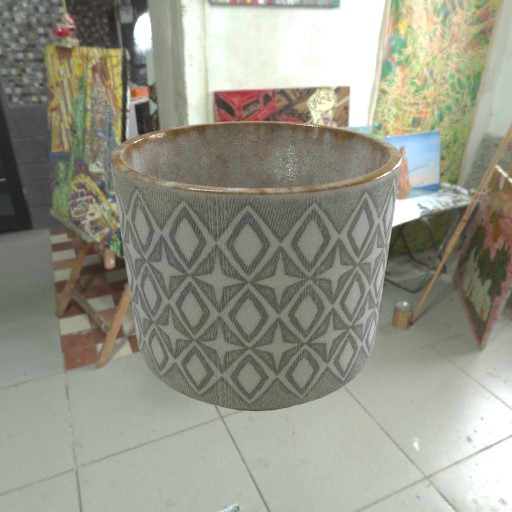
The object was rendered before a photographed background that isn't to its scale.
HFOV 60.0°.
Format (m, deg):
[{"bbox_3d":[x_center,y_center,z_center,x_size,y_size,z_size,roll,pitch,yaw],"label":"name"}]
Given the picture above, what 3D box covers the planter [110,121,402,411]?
[{"bbox_3d":[0.000,0.000,0.452,0.255,0.223,0.255,0,27,0],"label":"planter"}]
